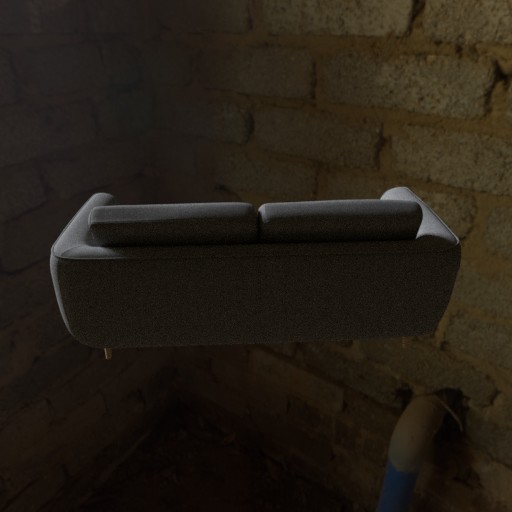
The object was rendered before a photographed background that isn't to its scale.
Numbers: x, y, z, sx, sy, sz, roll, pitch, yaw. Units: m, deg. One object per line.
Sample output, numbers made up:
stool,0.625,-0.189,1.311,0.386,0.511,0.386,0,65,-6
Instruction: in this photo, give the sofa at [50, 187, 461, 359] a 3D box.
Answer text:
sofa,0.000,0.000,2.490,2.000,0.870,0.920,-1,29,-3
